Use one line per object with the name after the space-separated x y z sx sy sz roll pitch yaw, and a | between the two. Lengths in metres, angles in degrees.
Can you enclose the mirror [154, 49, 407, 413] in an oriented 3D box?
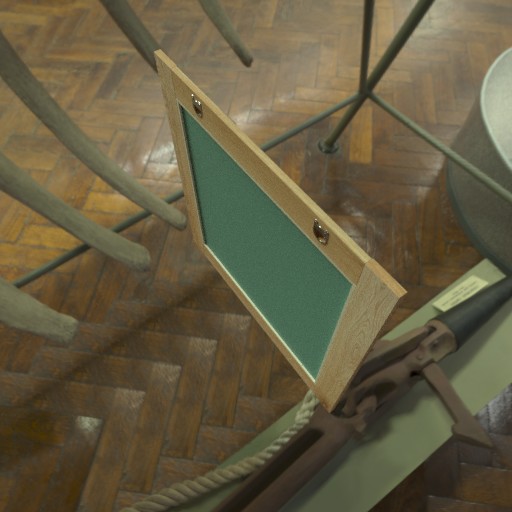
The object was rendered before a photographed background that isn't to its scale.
0.000 0.000 1.217 0.020 0.800 0.800 -32 63 -18 | mirror
